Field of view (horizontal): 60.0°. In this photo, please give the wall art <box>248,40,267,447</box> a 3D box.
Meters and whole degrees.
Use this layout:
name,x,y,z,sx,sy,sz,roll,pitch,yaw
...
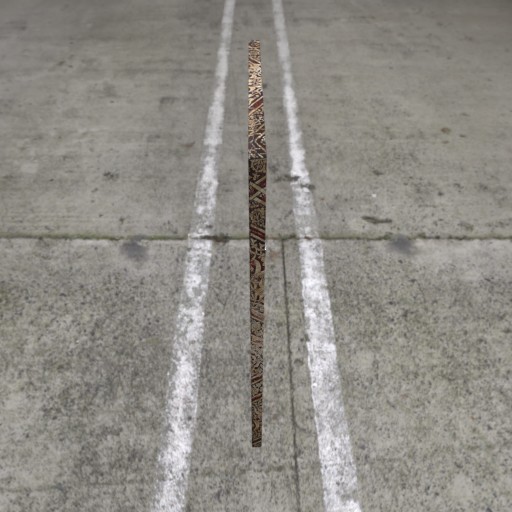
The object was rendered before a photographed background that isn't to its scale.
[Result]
name,x,y,z,sx,sy,sz,roll,pitch,yaw
wall art,0.000,0.000,1.176,0.030,0.904,0.599,0,41,-1
